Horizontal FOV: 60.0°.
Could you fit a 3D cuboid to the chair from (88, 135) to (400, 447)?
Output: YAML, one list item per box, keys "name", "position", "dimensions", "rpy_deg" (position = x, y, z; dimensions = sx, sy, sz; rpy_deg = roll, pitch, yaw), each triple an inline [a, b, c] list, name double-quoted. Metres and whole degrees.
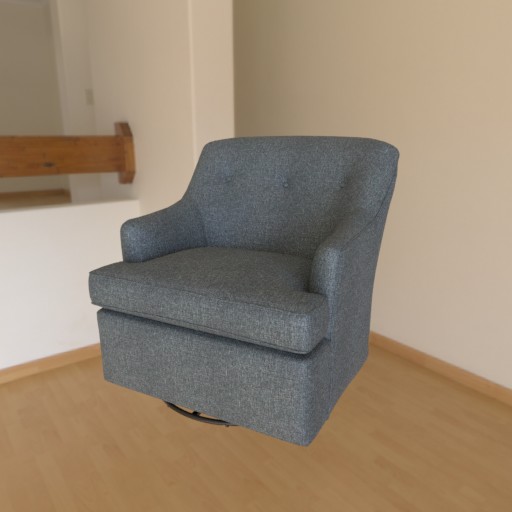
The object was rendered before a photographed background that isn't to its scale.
- name: "chair"
  position: [0.000, 0.000, 1.635]
  dimensions: [0.864, 0.856, 0.923]
  rpy_deg: [8, 17, 26]
